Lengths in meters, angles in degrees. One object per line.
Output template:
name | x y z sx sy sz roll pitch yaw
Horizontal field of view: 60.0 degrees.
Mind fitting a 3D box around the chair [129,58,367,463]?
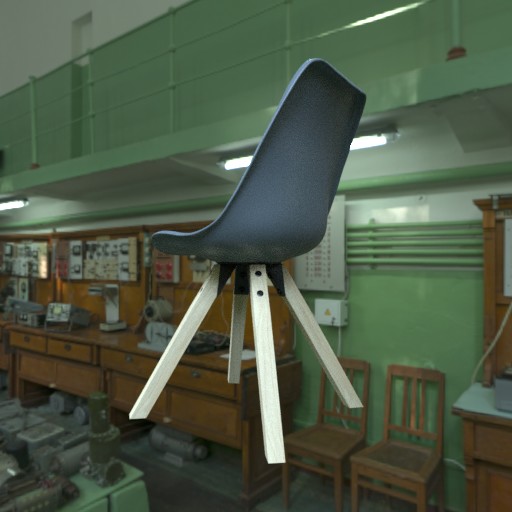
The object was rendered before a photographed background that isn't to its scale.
chair | 0.000 0.000 1.193 0.550 0.850 0.485 0 -1 35
